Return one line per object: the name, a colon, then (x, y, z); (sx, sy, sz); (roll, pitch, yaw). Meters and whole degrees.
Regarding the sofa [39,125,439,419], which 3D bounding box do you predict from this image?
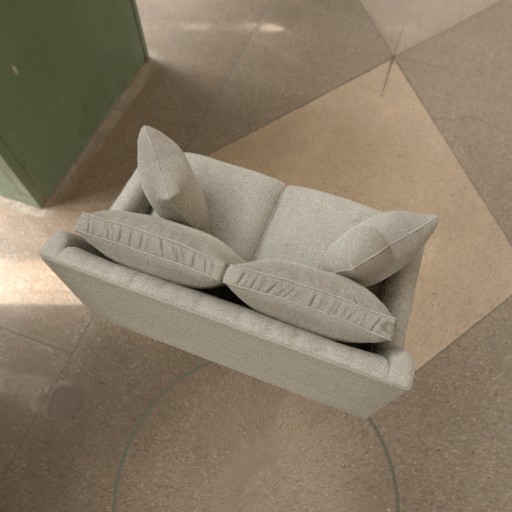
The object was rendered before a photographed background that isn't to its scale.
sofa: (0.000, 0.000, 2.035); (1.422, 0.863, 0.915); (18, 63, 10)
